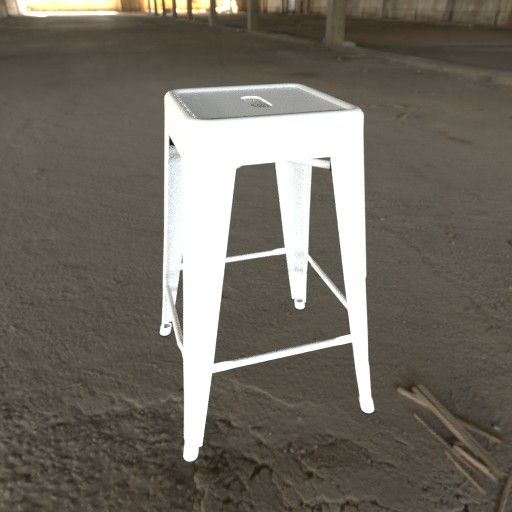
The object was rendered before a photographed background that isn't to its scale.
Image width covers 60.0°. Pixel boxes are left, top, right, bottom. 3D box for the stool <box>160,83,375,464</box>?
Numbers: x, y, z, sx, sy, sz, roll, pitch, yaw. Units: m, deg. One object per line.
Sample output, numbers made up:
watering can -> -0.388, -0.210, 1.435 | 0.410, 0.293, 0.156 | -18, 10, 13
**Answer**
stool -> 0.000, 0.000, 0.894 | 0.406, 0.610, 0.406 | -9, 31, -15
